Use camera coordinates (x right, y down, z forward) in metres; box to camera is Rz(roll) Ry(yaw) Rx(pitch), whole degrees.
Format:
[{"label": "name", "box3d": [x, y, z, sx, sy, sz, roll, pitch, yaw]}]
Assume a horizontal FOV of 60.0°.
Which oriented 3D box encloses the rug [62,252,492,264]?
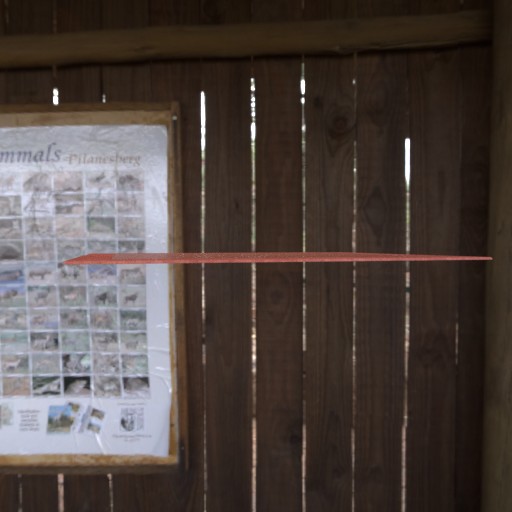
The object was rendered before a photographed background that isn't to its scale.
[{"label": "rug", "box3d": [0.000, 0.000, 4.021, 2.976, 0.018, 2.430, 0, 1, -17]}]
